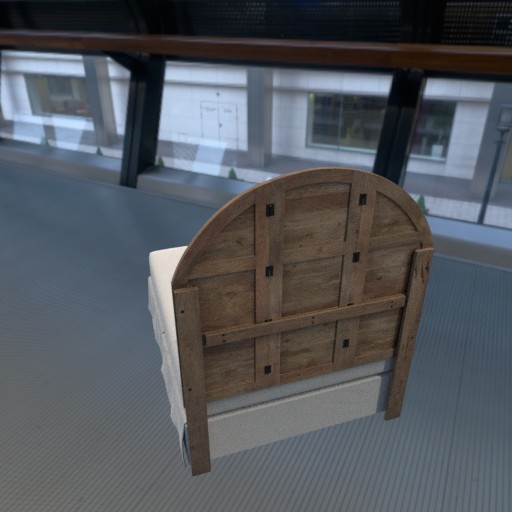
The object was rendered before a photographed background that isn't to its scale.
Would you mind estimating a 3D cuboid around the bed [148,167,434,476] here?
[{"bbox_3d":[0.000,0.000,3.590,1.713,2.002,2.112,-9,28,-16],"label":"bed"}]
